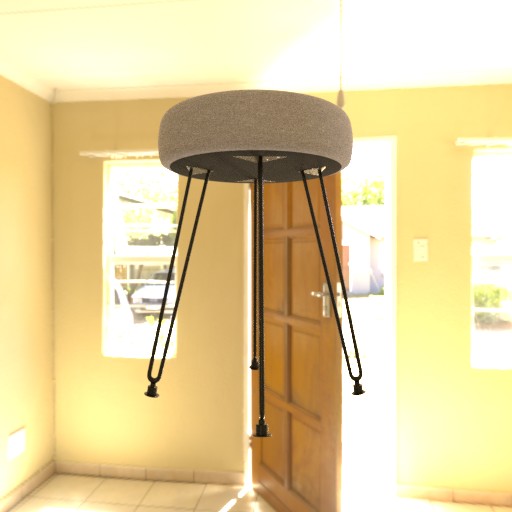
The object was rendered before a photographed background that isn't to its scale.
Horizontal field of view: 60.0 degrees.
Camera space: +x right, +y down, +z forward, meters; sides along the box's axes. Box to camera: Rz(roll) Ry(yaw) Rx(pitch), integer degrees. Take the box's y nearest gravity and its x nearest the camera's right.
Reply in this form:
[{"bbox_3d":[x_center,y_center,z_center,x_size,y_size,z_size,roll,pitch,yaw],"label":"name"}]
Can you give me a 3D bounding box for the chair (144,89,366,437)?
[{"bbox_3d":[0.000,0.000,0.700,0.350,0.440,0.350,0,0,-2],"label":"chair"}]
